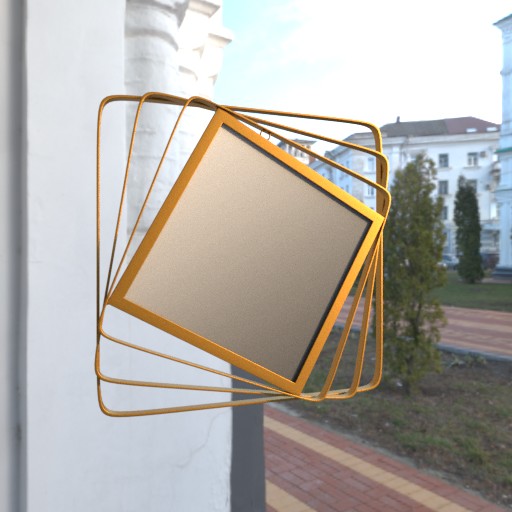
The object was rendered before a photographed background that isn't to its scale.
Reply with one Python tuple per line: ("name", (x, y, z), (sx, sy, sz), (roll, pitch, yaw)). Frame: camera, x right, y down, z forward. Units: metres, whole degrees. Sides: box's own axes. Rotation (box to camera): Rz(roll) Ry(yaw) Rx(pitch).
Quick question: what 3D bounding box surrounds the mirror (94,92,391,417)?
("mirror", (0.000, 0.000, 0.686), (0.470, 0.468, 0.045), (0, 0, -18))
